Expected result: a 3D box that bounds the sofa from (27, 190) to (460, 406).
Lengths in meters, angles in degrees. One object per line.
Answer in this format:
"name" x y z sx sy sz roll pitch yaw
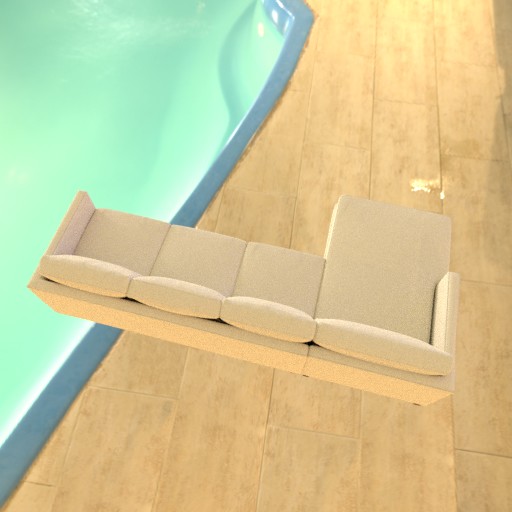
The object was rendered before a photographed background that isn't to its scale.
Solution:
"sofa" 0.000 0.000 3.735 3.186 0.846 1.625 13 64 7
